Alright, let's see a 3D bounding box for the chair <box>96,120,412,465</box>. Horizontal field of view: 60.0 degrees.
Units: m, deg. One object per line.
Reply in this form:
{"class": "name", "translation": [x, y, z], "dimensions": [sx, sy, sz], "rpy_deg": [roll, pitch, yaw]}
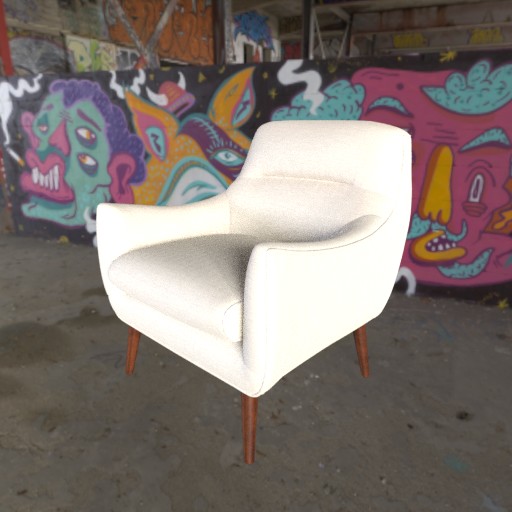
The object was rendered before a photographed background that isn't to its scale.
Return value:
{"class": "chair", "translation": [0.000, 0.000, 1.431], "dimensions": [0.762, 0.838, 0.787], "rpy_deg": [16, 23, 42]}
